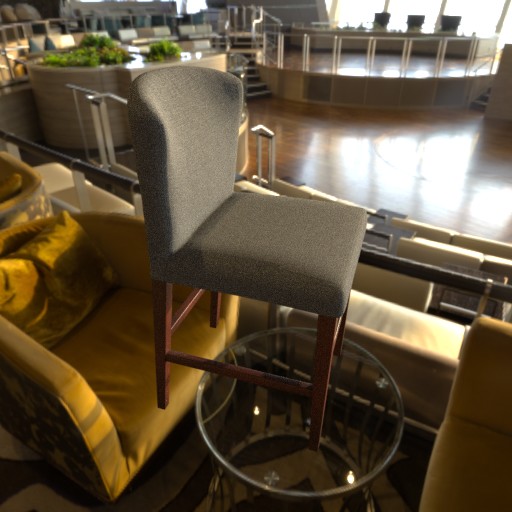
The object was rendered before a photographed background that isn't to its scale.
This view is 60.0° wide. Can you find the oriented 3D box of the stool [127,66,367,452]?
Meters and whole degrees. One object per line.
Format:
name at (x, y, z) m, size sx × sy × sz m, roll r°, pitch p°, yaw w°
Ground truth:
stool at (0.000, 0.000, 1.268) m, size 0.568 × 0.968 × 0.479 m, roll 10°, pitch 32°, yaw 16°
